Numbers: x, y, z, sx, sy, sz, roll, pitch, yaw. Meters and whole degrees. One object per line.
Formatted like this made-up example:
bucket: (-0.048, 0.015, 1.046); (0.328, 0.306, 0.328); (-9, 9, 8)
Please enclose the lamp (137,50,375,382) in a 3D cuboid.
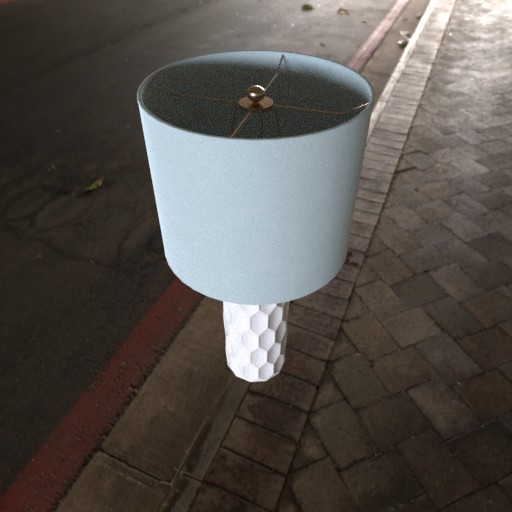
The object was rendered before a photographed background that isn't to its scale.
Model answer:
lamp: (0.000, 0.000, 0.700); (0.277, 0.534, 0.277); (-25, 47, -26)
